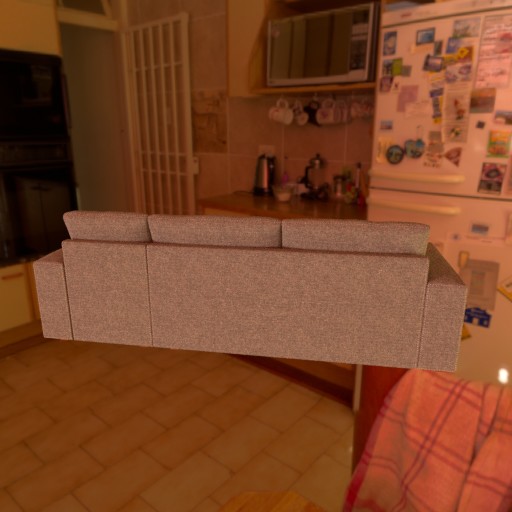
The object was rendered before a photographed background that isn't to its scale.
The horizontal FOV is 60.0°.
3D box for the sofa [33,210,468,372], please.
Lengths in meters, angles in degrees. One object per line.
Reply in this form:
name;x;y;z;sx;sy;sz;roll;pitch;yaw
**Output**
sofa;0.000;0.000;3.545;2.718;0.940;1.689;3;17;9
